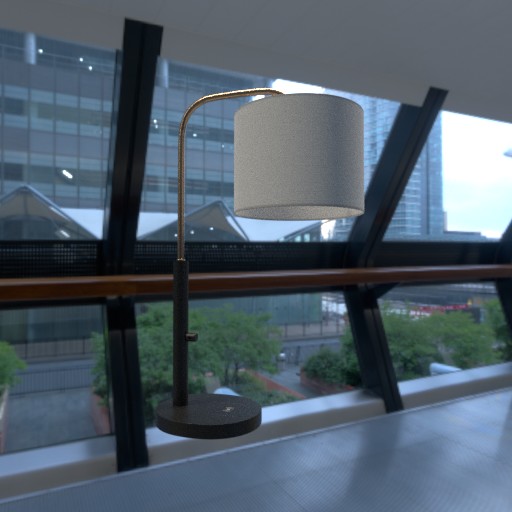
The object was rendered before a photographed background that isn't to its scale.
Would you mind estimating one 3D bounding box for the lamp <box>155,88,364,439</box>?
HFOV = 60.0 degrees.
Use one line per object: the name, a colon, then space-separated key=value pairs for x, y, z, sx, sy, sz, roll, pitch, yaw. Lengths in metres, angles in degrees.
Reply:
lamp: x=0.000 y=0.000 z=0.709 sx=0.337 sy=0.540 sz=0.199 roll=0 pitch=-1 yaw=18
